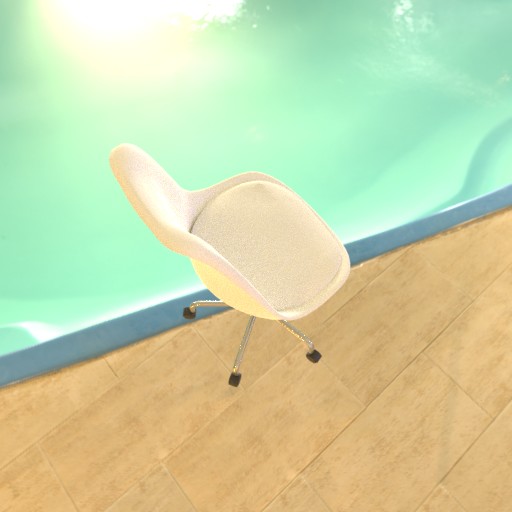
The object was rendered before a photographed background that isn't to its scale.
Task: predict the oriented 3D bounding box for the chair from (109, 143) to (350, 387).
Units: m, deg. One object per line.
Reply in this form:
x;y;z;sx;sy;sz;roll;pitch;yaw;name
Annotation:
0.000;0.000;1.283;0.550;0.930;0.550;-31;65;-17;chair
